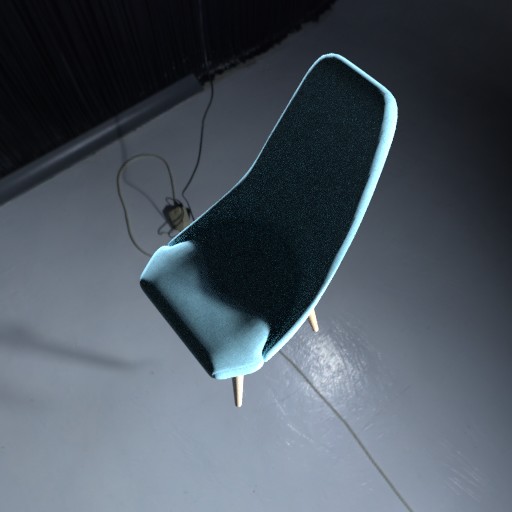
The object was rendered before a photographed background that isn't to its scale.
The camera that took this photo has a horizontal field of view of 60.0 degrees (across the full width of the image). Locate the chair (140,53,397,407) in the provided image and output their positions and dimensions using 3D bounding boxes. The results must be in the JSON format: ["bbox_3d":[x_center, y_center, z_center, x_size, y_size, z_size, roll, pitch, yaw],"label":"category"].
[{"bbox_3d":[0.000,0.000,1.383,0.660,1.040,0.510,-37,68,-17],"label":"chair"}]
